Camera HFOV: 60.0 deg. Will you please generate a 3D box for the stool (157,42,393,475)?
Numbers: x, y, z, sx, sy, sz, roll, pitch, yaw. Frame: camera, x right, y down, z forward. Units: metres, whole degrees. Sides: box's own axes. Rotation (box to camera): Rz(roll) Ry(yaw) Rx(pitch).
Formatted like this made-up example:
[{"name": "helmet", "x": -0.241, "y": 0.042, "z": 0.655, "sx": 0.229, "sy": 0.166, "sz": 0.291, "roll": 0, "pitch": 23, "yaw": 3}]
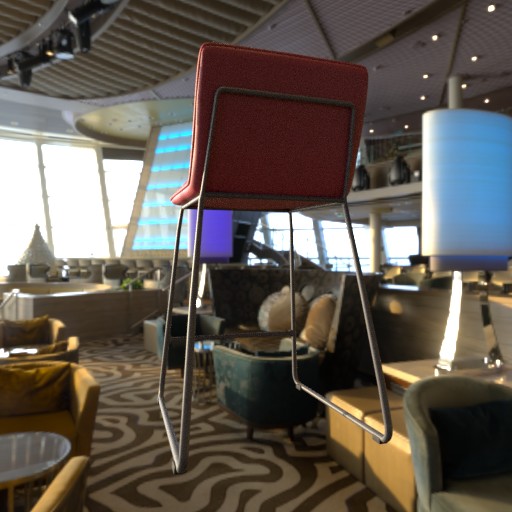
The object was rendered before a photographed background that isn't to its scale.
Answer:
[{"name": "stool", "x": 0.000, "y": 0.000, "z": 1.168, "sx": 0.489, "sy": 0.866, "sz": 0.524, "roll": 0, "pitch": 0, "yaw": -18}]
